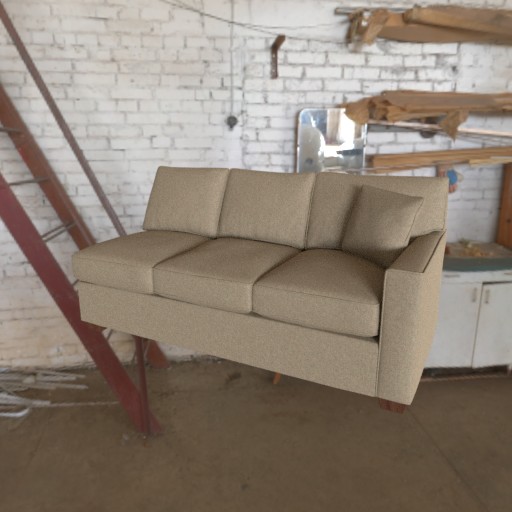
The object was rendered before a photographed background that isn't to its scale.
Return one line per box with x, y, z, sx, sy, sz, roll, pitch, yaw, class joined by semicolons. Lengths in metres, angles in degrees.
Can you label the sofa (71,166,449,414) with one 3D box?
0.000;0.000;2.580;1.963;0.946;1.034;8;17;27;sofa
